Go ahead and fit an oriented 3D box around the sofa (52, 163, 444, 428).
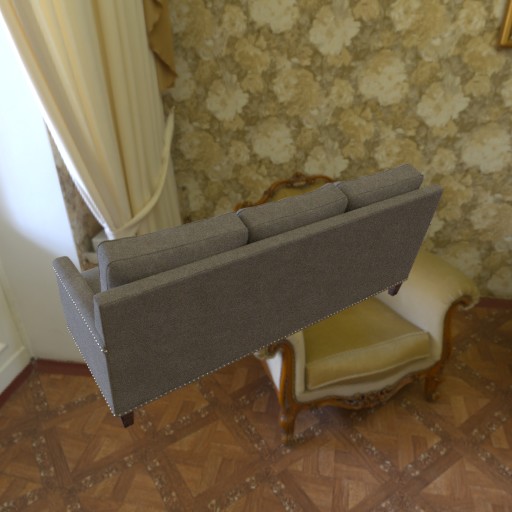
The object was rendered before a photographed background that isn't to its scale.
[{"bbox_3d":[0.000,0.000,2.805,2.226,1.042,1.034,-19,35,-30],"label":"sofa"}]
